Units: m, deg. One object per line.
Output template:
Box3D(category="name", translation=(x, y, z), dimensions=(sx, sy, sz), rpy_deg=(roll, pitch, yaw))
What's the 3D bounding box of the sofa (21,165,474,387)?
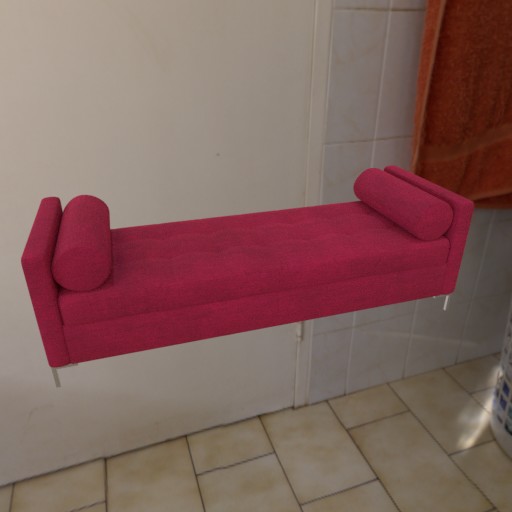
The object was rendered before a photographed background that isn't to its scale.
Box3D(category="sofa", translation=(0.000, 0.000, 2.266), dimensions=(1.981, 0.635, 0.686), rpy_deg=(-8, 28, -15))
